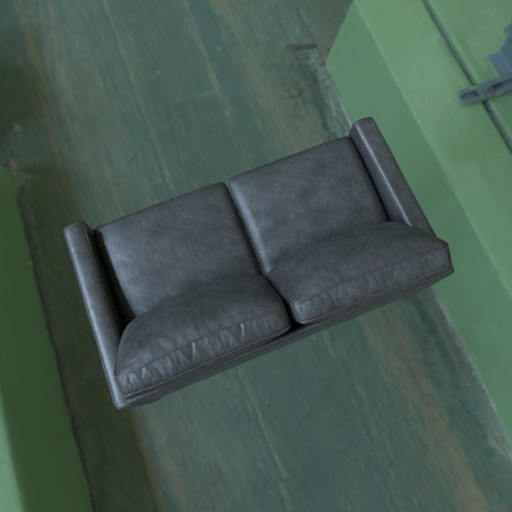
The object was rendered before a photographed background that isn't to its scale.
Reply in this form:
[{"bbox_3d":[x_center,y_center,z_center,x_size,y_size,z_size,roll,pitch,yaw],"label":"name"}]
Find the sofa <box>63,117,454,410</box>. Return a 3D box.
[{"bbox_3d":[0.000,0.000,2.275,1.732,0.916,0.939,-21,75,-6],"label":"sofa"}]
